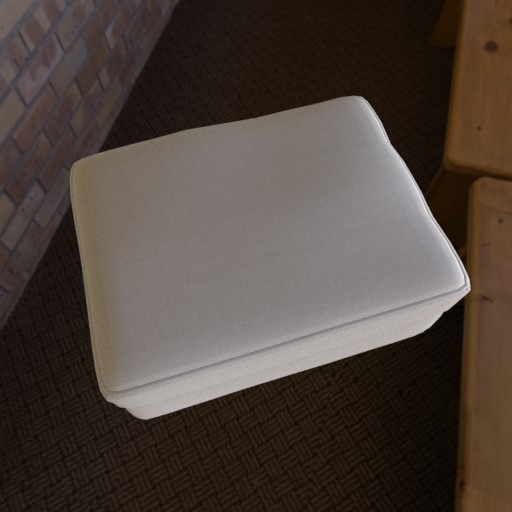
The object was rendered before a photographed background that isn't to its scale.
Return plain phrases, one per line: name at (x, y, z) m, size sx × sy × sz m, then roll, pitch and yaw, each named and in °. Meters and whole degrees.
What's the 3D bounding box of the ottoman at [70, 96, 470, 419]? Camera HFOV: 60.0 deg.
ottoman at (0.000, 0.000, 1.204) m, size 0.818 × 0.496 × 0.634 m, roll -15°, pitch 64°, yaw -8°
